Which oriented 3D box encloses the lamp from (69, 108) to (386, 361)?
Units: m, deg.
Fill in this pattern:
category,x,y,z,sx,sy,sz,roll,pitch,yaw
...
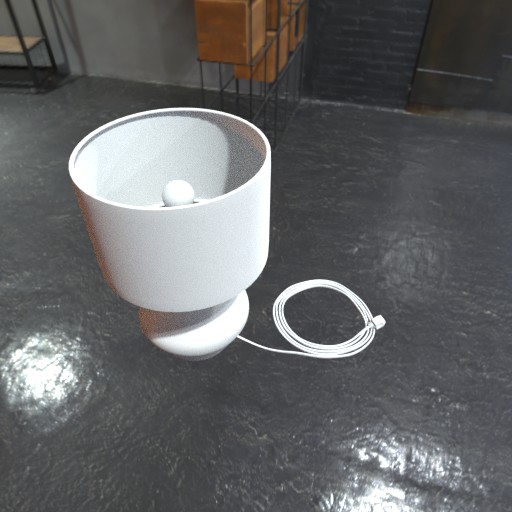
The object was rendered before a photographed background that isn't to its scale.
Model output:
category,x,y,z,sx,sy,sz,roll,pitch,yaw
lamp,0.000,0.000,0.843,0.546,0.457,0.401,13,44,13
